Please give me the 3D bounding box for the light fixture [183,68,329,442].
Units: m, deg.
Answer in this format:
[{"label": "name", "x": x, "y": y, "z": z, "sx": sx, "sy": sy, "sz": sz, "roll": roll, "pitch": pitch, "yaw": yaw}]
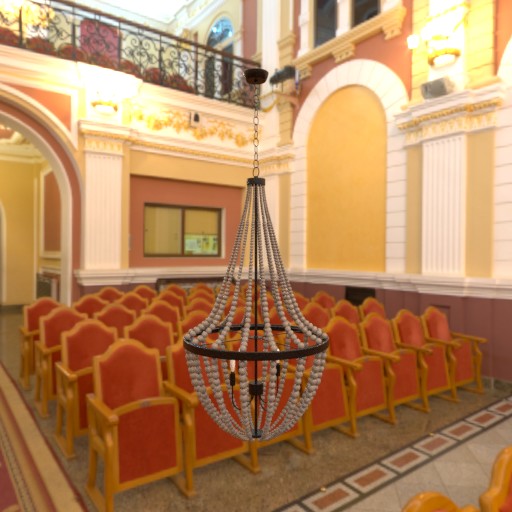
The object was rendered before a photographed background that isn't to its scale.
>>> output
[{"label": "light fixture", "x": 0.000, "y": 0.000, "z": 1.382, "sx": 0.450, "sy": 1.133, "sz": 0.450, "roll": 0, "pitch": 1, "yaw": 0}]
